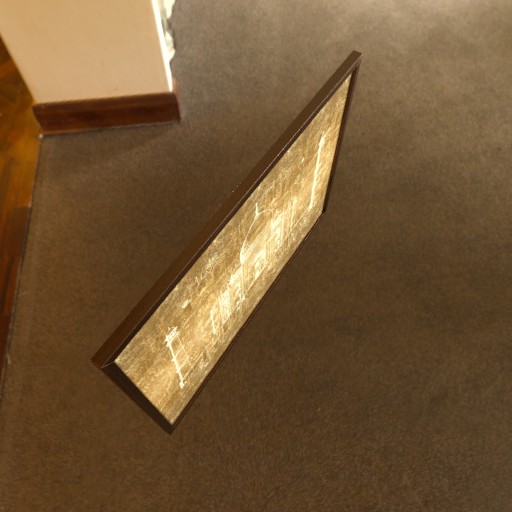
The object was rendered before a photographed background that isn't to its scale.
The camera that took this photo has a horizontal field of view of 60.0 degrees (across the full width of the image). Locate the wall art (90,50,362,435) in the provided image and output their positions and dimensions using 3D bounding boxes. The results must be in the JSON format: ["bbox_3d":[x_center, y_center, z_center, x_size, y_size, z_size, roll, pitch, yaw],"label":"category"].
[{"bbox_3d":[0.000,0.000,0.545,0.012,0.304,0.431,29,64,16],"label":"wall art"}]
